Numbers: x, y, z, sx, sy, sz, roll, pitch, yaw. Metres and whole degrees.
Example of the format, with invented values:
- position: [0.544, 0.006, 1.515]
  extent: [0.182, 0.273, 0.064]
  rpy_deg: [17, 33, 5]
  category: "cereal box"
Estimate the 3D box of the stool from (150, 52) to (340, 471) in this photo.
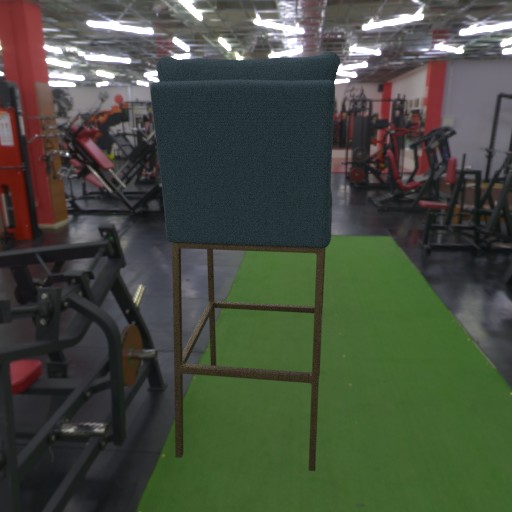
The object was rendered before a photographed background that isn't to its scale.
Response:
- position: [0.000, 0.000, 1.401]
  extent: [0.463, 1.124, 0.568]
  rpy_deg: [2, 17, 7]
  category: "stool"
